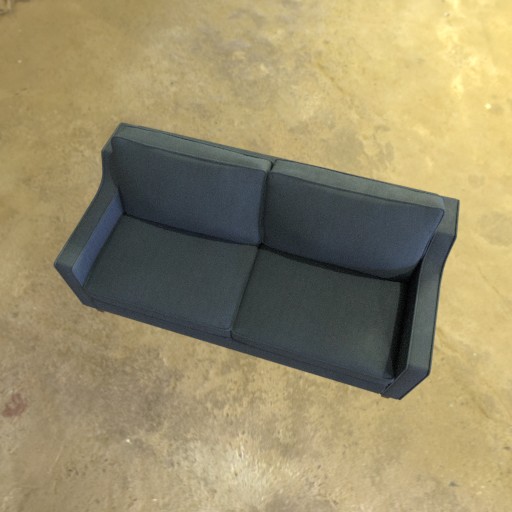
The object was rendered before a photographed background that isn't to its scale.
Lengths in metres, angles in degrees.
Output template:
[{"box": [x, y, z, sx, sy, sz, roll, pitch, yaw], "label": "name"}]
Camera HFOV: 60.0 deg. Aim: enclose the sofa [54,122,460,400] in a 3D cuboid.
[{"box": [0.000, 0.000, 2.807, 2.178, 1.071, 1.066, 15, 61, 9], "label": "sofa"}]
